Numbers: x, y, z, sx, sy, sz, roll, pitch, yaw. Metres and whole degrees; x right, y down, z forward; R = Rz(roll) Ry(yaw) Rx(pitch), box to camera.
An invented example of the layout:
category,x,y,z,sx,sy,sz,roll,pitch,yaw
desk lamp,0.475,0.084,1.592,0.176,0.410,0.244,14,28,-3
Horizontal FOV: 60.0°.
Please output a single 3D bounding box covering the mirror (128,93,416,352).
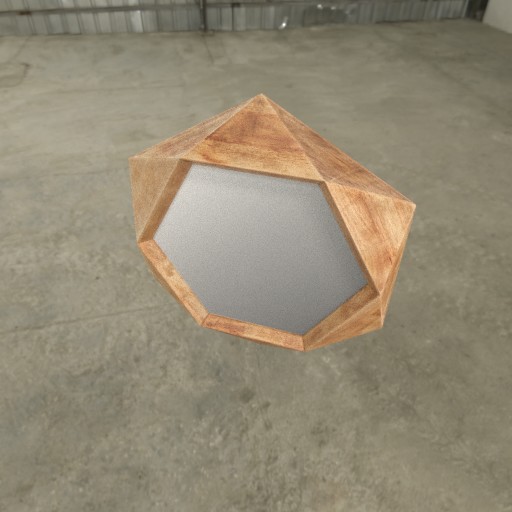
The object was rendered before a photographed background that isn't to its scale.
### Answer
category,x,y,z,sx,sy,sz,roll,pitch,yaw
mirror,0.000,0.000,1.098,0.675,0.779,0.091,12,42,13
